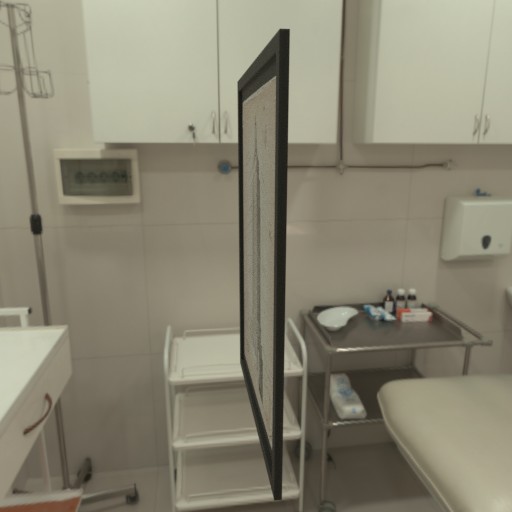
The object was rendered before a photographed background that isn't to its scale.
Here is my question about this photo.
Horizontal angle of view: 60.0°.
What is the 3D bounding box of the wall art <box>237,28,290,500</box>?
[{"bbox_3d":[0.000,0.000,0.816,0.012,0.661,0.451,-2,14,-8],"label":"wall art"}]
